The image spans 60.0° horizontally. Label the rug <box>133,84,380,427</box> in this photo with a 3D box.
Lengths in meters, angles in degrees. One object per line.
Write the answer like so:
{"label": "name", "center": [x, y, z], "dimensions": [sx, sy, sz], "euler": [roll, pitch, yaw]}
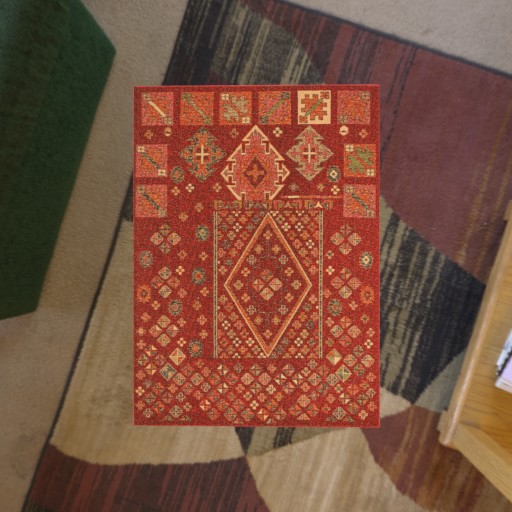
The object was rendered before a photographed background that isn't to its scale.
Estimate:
{"label": "rug", "center": [0.000, 0.000, 4.293], "dimensions": [2.389, 0.011, 3.306], "euler": [0, 90, 1]}
